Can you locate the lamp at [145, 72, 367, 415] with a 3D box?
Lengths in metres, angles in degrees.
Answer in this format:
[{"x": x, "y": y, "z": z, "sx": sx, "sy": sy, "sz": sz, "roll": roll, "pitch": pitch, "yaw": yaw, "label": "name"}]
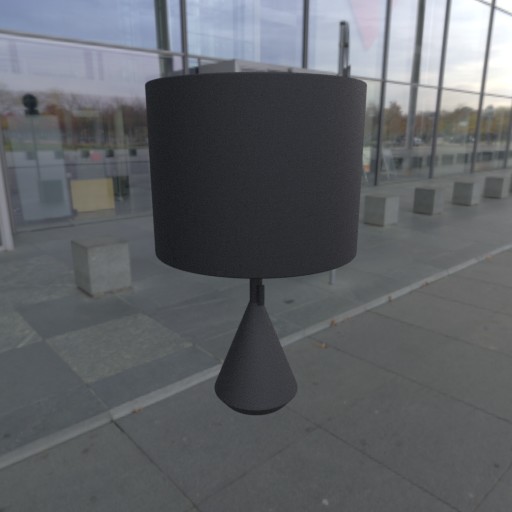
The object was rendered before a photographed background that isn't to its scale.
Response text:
[{"x": 0.000, "y": 0.000, "z": 0.813, "sx": 0.359, "sy": 0.584, "sz": 0.359, "roll": -8, "pitch": 17, "yaw": -26, "label": "lamp"}]
